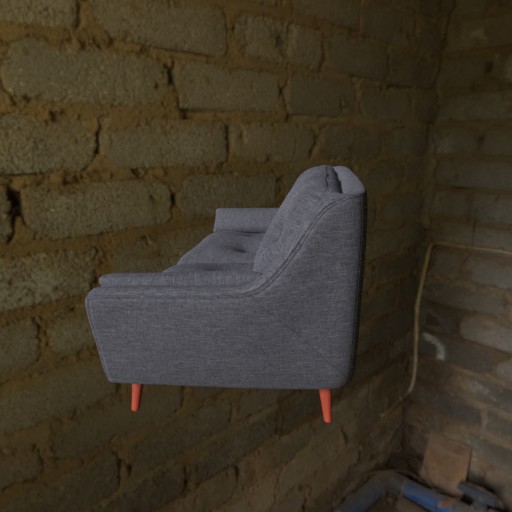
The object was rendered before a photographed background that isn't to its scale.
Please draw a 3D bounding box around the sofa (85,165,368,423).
[{"bbox_3d":[0.000,0.000,2.324,0.975,0.896,1.929,2,14,8],"label":"sofa"}]
